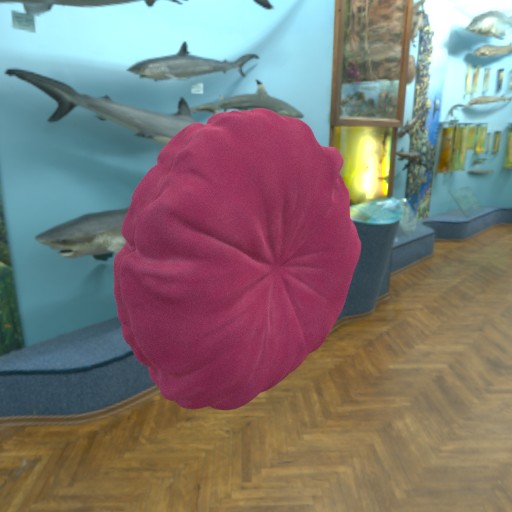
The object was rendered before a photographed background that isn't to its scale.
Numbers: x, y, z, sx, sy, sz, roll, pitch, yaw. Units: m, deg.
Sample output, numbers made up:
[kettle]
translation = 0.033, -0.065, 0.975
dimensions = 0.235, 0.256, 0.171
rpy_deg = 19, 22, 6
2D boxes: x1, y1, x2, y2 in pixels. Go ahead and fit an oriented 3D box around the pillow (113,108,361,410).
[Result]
[pillow]
translation = 0.000, 0.000, 0.644
dimensions = 0.148, 0.407, 0.428
rpy_deg = 15, 21, 43
